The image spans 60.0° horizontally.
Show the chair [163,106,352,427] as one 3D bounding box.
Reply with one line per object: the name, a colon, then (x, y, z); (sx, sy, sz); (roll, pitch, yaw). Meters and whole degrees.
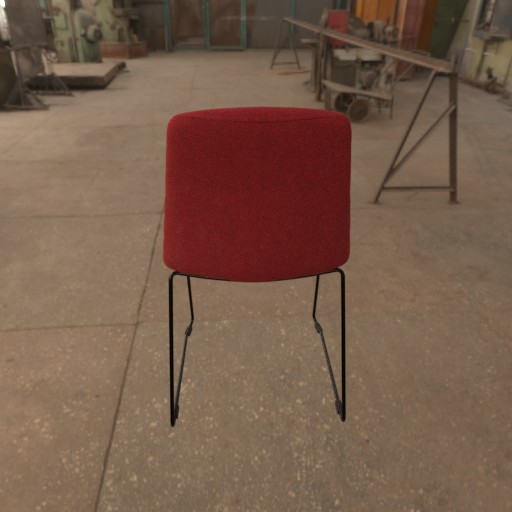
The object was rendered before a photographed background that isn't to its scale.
chair: (0.000, 0.000, 1.153); (0.479, 0.858, 0.518); (-1, 31, -2)
